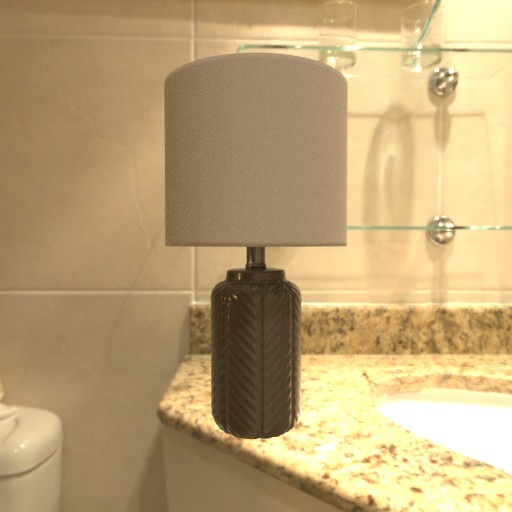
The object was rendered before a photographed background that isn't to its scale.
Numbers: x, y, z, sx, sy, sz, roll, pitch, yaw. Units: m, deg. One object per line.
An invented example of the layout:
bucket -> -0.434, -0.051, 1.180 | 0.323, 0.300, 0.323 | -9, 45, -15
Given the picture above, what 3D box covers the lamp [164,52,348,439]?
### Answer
lamp -> 0.000, 0.000, 0.507 | 0.203, 0.389, 0.203 | -1, 2, -39
